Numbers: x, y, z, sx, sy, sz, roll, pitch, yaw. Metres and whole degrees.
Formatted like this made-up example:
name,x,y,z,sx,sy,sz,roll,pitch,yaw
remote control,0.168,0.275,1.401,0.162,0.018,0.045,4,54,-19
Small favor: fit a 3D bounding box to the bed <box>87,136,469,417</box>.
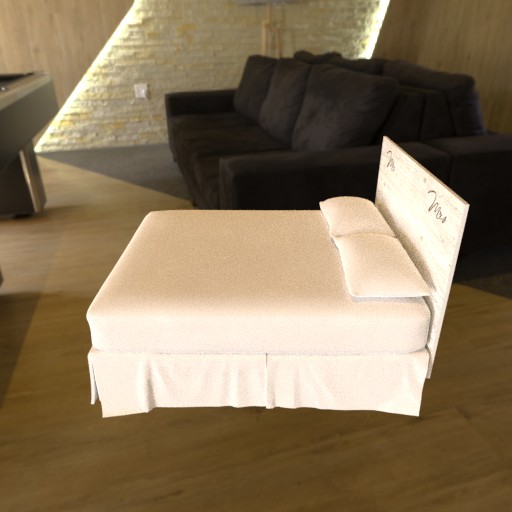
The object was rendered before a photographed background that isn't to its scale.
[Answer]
name,x,y,z,sx,sy,sz,roll,pitch,yaw
bed,0.000,0.000,3.148,2.094,1.335,1.745,0,27,0
